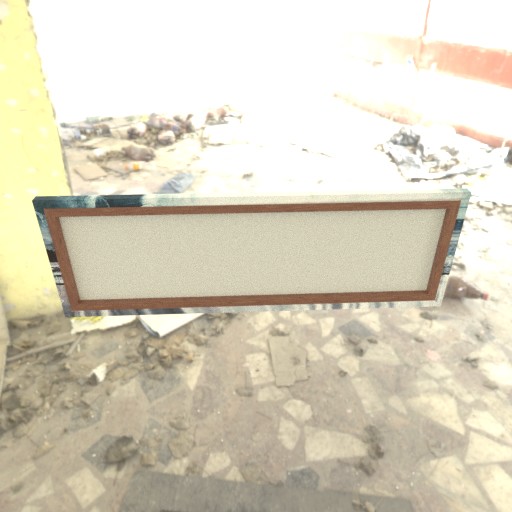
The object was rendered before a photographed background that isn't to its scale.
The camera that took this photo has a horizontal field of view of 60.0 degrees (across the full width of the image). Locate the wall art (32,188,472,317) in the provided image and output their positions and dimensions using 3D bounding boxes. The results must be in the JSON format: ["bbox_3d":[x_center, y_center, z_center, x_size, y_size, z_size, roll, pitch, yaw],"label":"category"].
[{"bbox_3d":[0.000,0.000,1.681,1.524,0.509,0.037,-1,31,-2],"label":"wall art"}]
